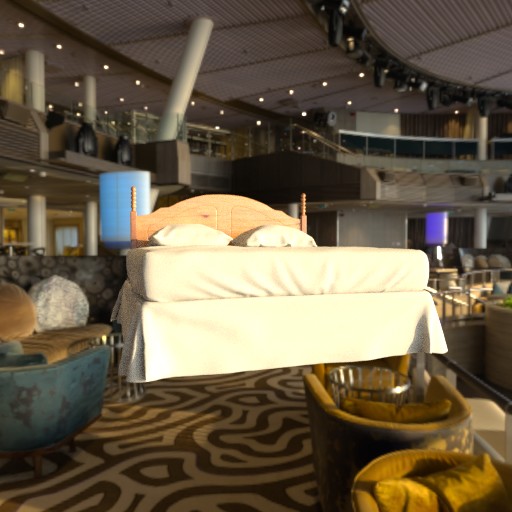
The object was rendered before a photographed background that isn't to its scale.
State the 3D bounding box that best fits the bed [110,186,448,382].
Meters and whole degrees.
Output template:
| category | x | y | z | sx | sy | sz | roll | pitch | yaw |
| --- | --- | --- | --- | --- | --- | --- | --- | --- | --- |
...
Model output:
| category | x | y | z | sx | sy | sz | roll | pitch | yaw |
| --- | --- | --- | --- | --- | --- | --- | --- | --- | --- |
| bed | 0.000 | 0.000 | 3.733 | 2.322 | 1.355 | 2.219 | 0 | 1 | -19 |
